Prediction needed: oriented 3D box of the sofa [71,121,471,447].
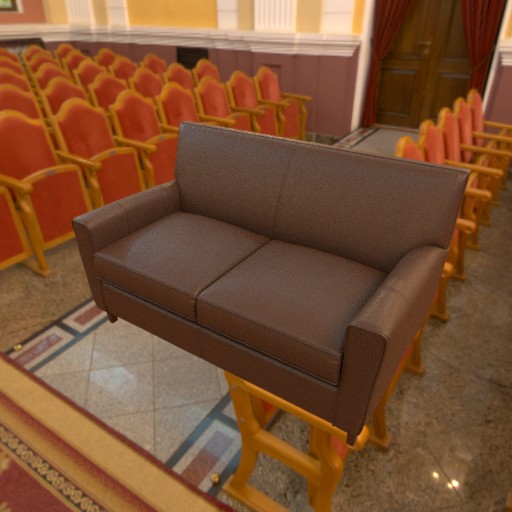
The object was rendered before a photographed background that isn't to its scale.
[{"bbox_3d":[0.000,0.000,1.991,1.468,0.859,0.853,18,35,29],"label":"sofa"}]
